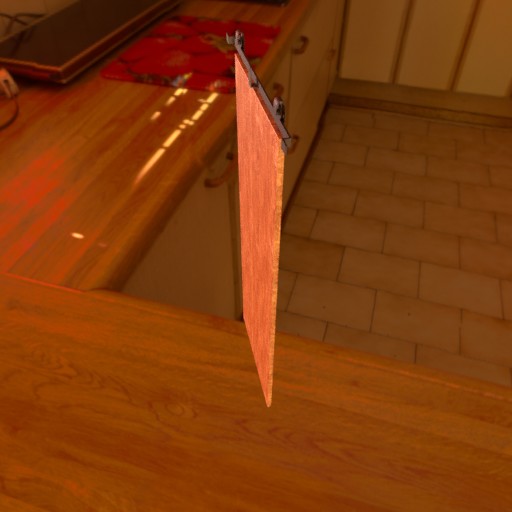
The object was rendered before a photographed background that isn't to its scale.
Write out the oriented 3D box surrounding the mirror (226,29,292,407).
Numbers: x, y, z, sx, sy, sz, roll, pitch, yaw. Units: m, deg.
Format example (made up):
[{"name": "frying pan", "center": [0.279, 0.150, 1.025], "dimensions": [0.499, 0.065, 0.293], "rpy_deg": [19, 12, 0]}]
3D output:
[{"name": "mirror", "center": [0.000, 0.000, 2.062], "dimensions": [0.042, 1.793, 0.847], "rpy_deg": [-10, 46, -9]}]
